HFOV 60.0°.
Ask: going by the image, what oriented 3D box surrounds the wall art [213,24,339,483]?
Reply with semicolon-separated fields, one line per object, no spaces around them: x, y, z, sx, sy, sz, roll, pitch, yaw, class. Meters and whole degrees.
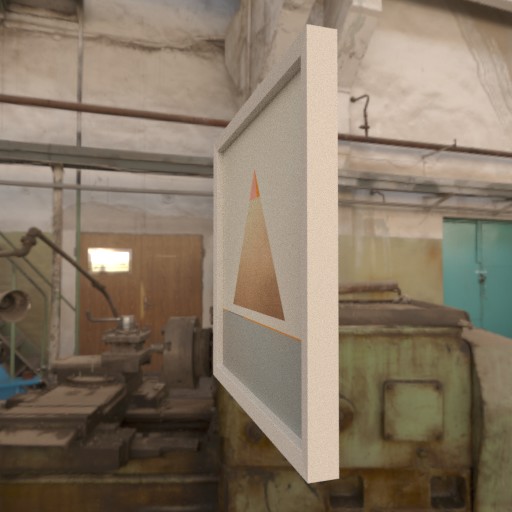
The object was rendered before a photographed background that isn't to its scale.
0.000;0.000;1.875;0.098;1.291;1.289;0;-1;-17;wall art
